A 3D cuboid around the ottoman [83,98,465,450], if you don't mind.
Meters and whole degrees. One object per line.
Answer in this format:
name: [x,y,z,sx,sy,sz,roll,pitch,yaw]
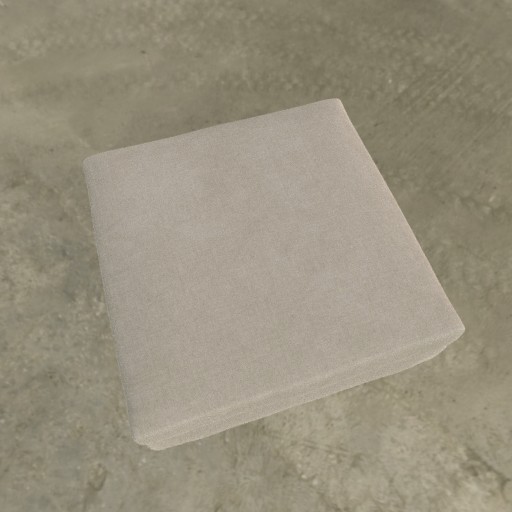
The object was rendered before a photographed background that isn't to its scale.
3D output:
ottoman: [0.000,0.000,1.798,1.203,0.517,1.171,-16,64,-8]
